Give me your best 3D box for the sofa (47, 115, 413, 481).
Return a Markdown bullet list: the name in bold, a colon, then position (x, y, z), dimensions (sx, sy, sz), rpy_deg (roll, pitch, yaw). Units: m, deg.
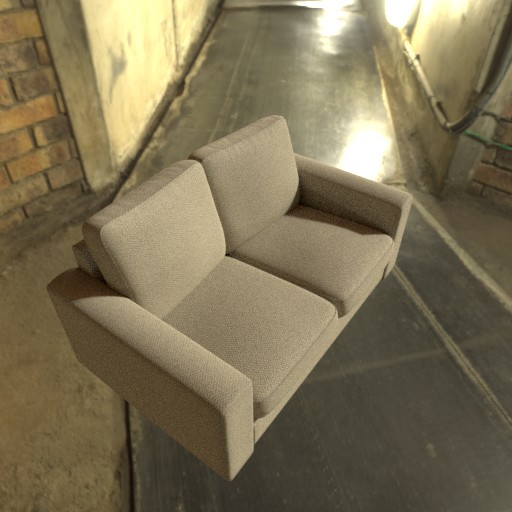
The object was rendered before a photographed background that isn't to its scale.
- **sofa**: position (0.000, 0.000, 2.198), dimensions (1.016, 0.873, 1.616), rpy_deg (26, 47, 27)
